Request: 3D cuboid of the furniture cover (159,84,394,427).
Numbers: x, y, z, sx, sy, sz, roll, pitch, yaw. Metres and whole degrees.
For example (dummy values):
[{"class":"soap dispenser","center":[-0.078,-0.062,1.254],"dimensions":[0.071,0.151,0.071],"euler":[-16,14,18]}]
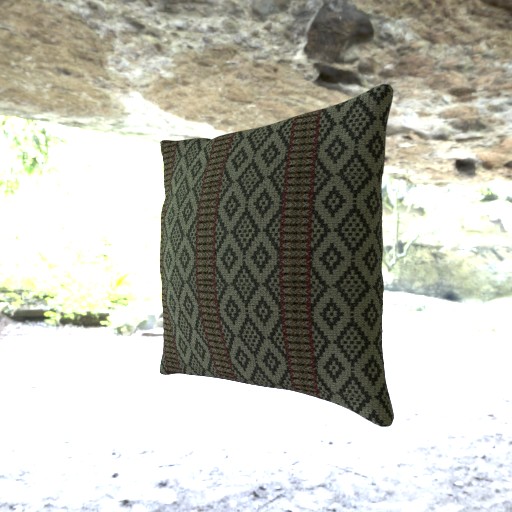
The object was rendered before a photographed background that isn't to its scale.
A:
[{"class":"furniture cover","center":[0.000,0.000,0.804],"dimensions":[0.503,0.506,0.182],"euler":[0,0,37]}]
